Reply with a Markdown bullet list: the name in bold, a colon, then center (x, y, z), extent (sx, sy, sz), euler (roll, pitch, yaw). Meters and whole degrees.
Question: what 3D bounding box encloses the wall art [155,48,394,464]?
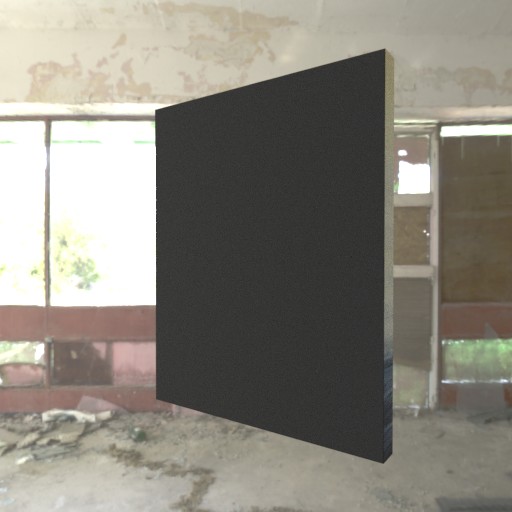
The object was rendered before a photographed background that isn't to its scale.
- **wall art**: center (0.000, 0.000, 0.806), extent (0.489, 0.608, 0.040), euler (1, 1, 35)
